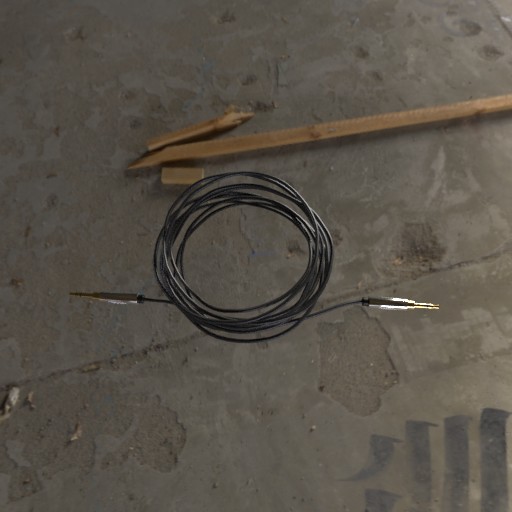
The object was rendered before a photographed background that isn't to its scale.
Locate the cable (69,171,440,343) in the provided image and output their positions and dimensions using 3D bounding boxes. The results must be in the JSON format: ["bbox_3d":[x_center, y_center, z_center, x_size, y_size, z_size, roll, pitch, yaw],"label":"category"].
[{"bbox_3d":[0.000,0.000,0.512,0.432,0.069,0.198,4,65,2],"label":"cable"}]
